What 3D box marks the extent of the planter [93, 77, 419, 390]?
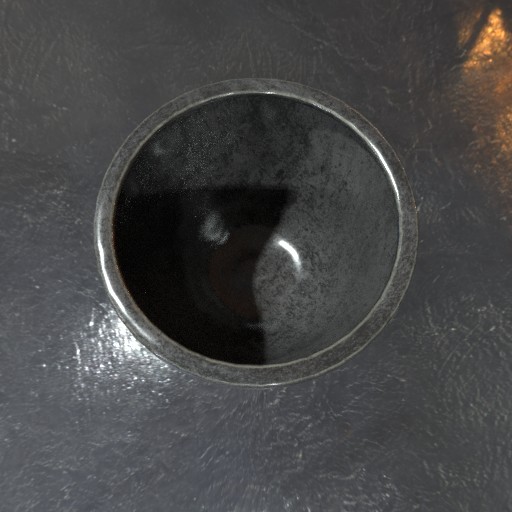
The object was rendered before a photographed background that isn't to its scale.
[{"bbox_3d":[0.000,0.000,0.249,0.140,0.129,0.140,0,75,0],"label":"planter"}]
